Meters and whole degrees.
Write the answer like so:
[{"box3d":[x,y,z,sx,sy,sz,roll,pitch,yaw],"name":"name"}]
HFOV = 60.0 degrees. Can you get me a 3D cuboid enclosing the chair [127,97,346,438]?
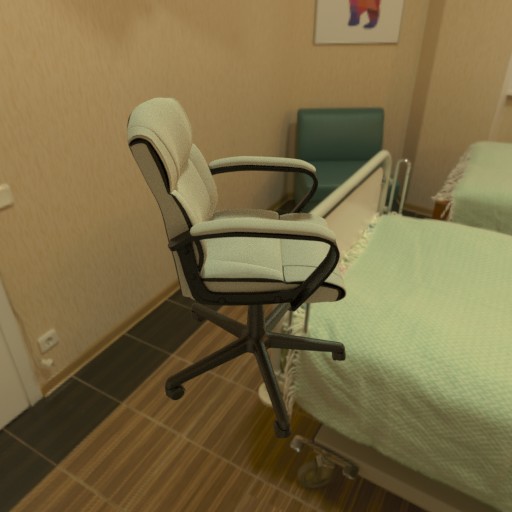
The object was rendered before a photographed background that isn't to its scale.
[{"box3d":[0.000,0.000,1.524,0.717,1.004,0.739,1,32,1],"name":"chair"}]
